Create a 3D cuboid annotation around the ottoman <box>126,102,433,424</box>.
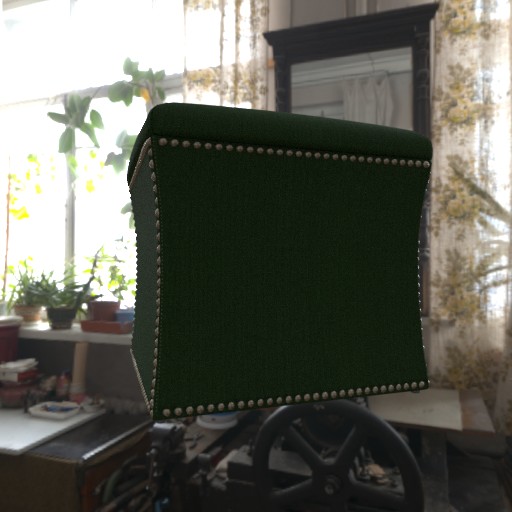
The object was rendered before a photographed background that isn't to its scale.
[{"bbox_3d":[0.000,0.000,0.904,0.497,0.475,0.507,0,-1,-19],"label":"ottoman"}]
